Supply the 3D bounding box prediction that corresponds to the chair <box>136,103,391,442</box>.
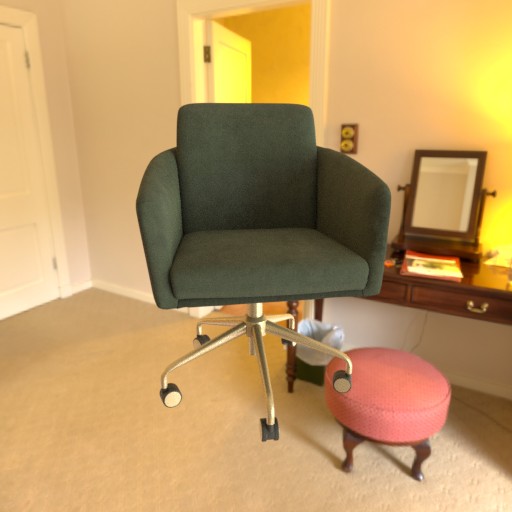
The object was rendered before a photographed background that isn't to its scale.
[{"bbox_3d":[0.000,0.000,1.356,0.641,0.908,0.635,-2,17,-8],"label":"chair"}]
